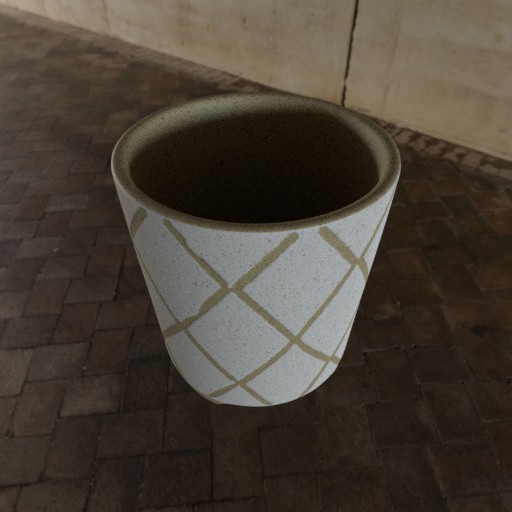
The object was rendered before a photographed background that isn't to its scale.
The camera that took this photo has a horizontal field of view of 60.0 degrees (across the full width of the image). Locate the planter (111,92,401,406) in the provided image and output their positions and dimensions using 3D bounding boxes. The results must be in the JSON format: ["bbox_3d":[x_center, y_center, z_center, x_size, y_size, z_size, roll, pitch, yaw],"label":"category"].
[{"bbox_3d":[0.000,0.000,0.364,0.191,0.199,0.191,0,41,0],"label":"planter"}]
